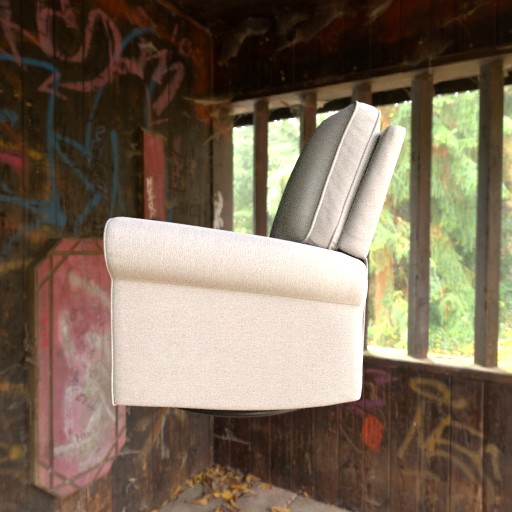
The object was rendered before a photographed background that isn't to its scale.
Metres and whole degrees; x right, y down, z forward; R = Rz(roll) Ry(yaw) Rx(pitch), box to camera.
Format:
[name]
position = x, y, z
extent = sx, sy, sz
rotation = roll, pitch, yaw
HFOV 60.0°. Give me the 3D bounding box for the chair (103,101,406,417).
[chair]
position = 0.000, 0.000, 1.642
extent = 0.878, 0.960, 0.890
rotation = 0, 2, 1
